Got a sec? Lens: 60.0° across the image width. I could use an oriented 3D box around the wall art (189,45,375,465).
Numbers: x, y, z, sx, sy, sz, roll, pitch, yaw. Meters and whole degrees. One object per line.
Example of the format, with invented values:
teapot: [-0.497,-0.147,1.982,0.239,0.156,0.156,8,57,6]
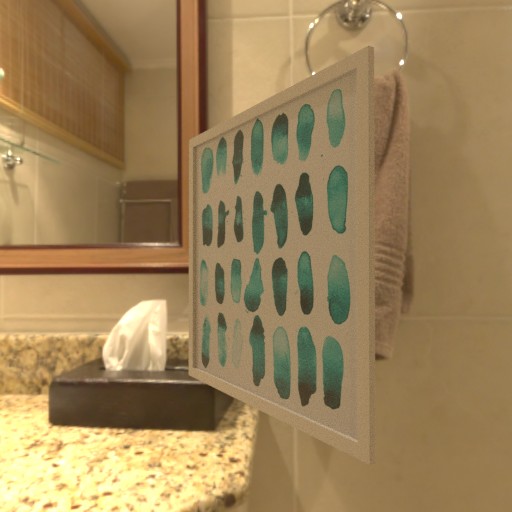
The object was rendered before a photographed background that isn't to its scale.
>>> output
wall art: [0.000,0.000,0.674,0.009,0.457,0.456,0,-1,-34]
